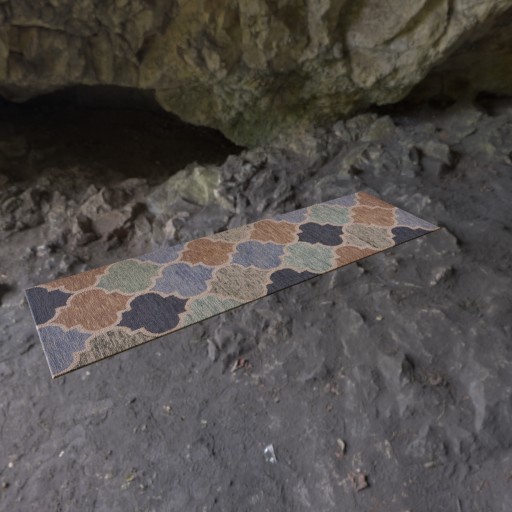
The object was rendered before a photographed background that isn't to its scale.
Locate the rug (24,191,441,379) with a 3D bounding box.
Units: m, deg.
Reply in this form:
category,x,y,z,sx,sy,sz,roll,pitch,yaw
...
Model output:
category,x,y,z,sx,sy,sz,roll,pitch,yaw
rug,0.000,0.000,2.473,2.287,0.011,0.687,-18,36,-27
